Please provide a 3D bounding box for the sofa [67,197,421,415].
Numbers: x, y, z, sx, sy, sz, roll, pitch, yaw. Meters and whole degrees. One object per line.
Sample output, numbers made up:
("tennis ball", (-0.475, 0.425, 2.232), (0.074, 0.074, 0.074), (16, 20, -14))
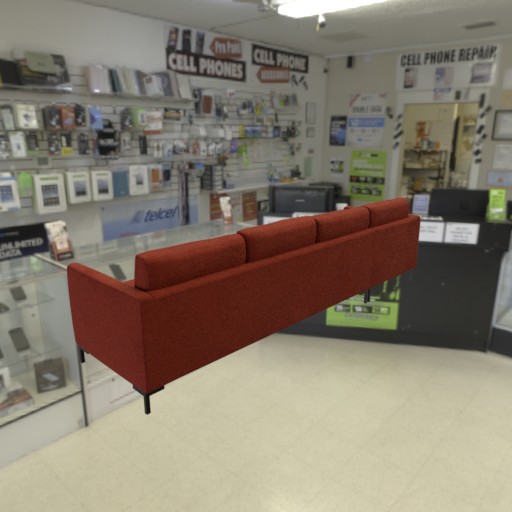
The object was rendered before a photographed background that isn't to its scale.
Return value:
("sofa", (0.000, 0.000, 2.933), (1.136, 0.663, 2.467), (15, 21, 42))
